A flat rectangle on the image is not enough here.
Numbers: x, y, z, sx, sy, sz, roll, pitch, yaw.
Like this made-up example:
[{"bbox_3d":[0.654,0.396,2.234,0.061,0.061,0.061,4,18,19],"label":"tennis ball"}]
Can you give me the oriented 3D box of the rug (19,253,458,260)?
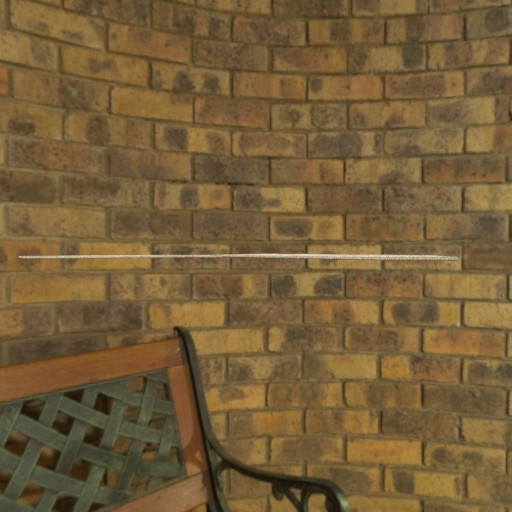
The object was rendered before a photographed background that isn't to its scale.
[{"bbox_3d":[0.000,0.000,4.754,3.626,0.051,2.757,0,0,17],"label":"rug"}]
